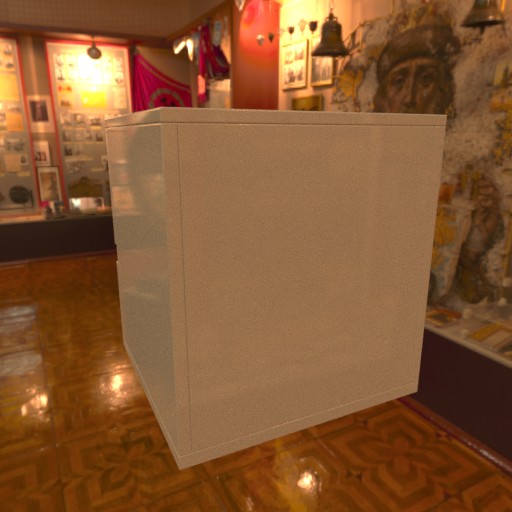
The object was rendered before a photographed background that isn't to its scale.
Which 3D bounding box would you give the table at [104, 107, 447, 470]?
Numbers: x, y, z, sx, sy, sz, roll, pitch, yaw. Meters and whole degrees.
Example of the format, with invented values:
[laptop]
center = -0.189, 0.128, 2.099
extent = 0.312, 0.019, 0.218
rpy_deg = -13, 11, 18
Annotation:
[table]
center = 0.000, 0.000, 0.787
extent = 0.420, 0.470, 0.400
rpy_deg = -7, 17, -25
